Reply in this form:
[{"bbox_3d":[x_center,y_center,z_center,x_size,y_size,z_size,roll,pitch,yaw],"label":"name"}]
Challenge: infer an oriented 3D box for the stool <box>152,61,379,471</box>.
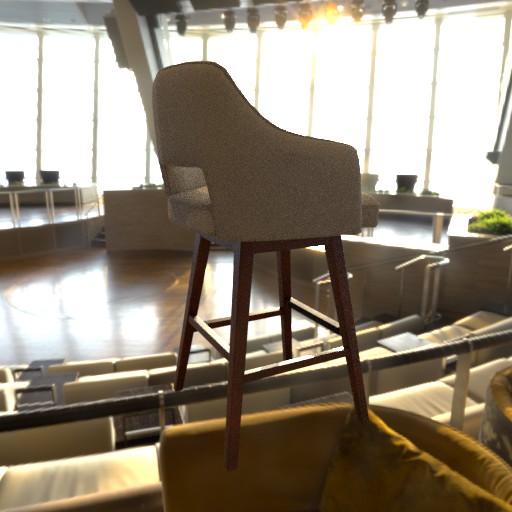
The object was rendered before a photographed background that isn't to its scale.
[{"bbox_3d":[0.000,0.000,1.334,0.558,1.012,0.548,-7,15,-27],"label":"stool"}]
